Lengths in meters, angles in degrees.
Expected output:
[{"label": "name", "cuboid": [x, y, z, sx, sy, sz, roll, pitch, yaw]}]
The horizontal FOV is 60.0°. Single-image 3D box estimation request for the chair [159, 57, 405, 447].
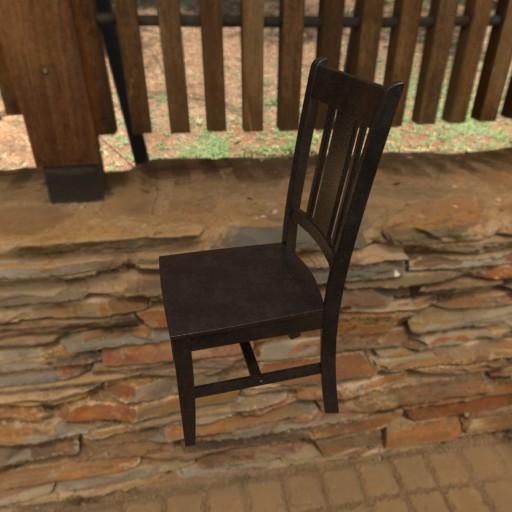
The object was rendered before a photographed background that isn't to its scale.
[{"label": "chair", "cuboid": [0.000, 0.000, 1.283, 0.555, 0.998, 0.450, -8, 31, -13]}]
